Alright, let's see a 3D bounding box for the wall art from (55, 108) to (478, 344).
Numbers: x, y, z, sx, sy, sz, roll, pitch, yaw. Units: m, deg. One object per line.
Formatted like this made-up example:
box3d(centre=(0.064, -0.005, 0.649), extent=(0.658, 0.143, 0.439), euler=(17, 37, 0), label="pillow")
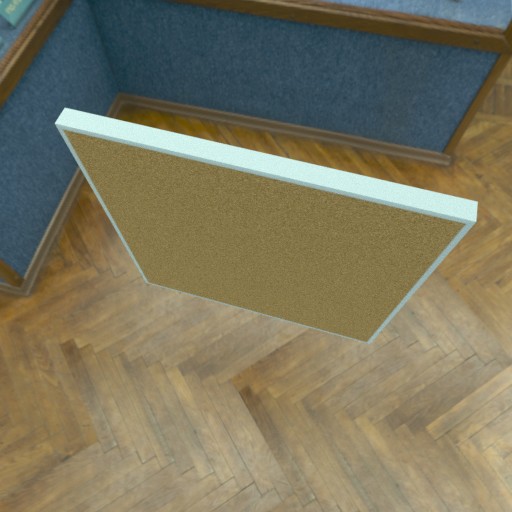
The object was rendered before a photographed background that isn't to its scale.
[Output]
box3d(centre=(0.000, 0.000, 1.129), extent=(0.768, 0.765, 0.041), euler=(14, 65, 7), label="wall art")
